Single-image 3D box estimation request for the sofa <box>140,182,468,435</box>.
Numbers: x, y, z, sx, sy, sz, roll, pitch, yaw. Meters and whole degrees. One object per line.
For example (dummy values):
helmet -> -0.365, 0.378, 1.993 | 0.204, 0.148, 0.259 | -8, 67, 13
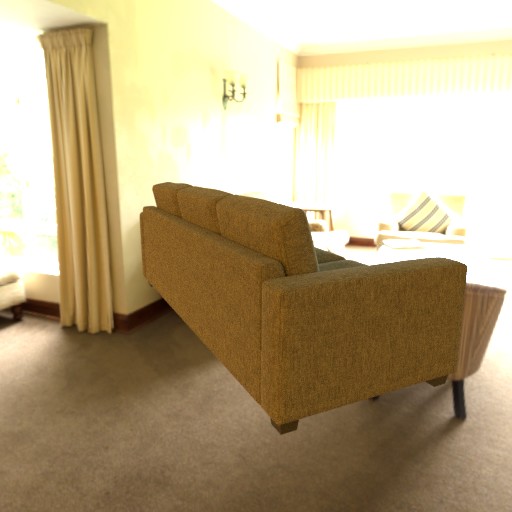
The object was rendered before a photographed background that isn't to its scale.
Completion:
sofa -> 0.000, 0.000, 2.581 | 0.900, 0.800, 2.160 | -6, 15, -25
